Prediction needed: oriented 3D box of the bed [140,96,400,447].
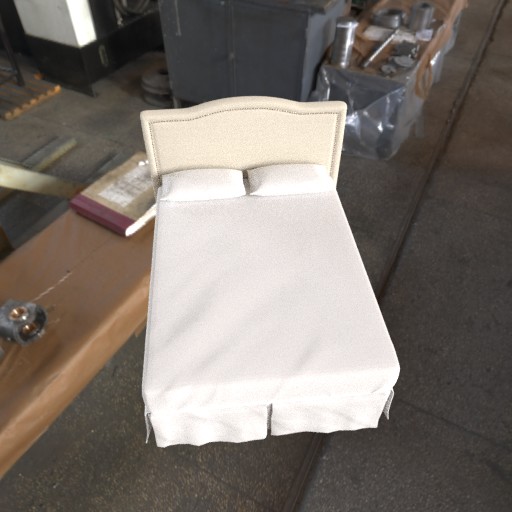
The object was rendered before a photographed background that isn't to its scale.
[{"bbox_3d":[0.000,0.000,3.319,1.741,1.449,2.196,-4,47,-4],"label":"bed"}]
